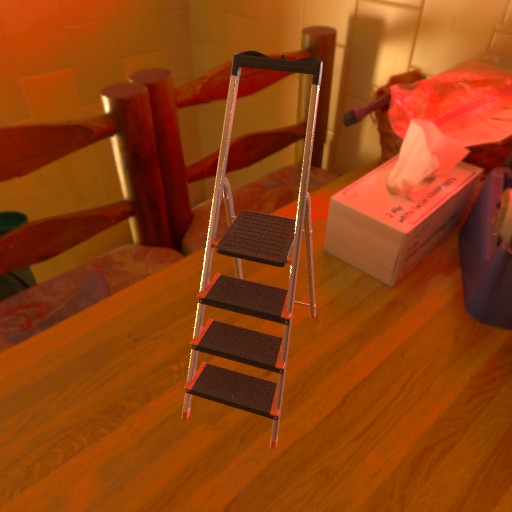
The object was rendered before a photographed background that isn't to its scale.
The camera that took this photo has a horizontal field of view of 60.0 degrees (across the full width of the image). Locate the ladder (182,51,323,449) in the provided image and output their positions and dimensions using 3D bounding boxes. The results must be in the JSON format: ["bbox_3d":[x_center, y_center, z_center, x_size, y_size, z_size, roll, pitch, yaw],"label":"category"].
[{"bbox_3d":[0.000,0.000,1.827,0.452,1.429,0.834,12,42,14],"label":"ladder"}]
